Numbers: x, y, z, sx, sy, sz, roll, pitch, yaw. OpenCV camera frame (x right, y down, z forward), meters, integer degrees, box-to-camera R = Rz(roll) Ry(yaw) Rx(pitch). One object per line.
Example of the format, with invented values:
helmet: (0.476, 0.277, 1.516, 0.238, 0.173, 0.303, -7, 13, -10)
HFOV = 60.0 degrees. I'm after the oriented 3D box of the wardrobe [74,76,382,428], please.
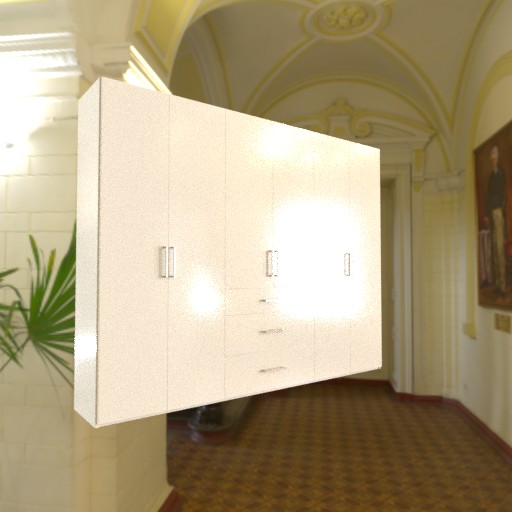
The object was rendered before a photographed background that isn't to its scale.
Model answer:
wardrobe: (0.000, 0.000, 4.054, 3.000, 2.360, 0.580, 1, -2, -37)
